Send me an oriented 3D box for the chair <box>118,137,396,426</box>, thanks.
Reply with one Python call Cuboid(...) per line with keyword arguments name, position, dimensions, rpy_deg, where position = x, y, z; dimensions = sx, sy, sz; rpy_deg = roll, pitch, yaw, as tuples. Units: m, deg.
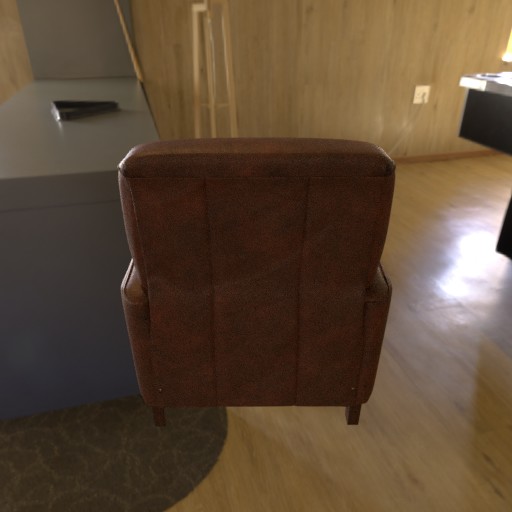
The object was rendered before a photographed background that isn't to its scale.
Cuboid(name="chair", position=(0.000, 0.000, 1.648), dimensions=(0.843, 1.043, 0.836), rpy_deg=(0, 29, 0))
